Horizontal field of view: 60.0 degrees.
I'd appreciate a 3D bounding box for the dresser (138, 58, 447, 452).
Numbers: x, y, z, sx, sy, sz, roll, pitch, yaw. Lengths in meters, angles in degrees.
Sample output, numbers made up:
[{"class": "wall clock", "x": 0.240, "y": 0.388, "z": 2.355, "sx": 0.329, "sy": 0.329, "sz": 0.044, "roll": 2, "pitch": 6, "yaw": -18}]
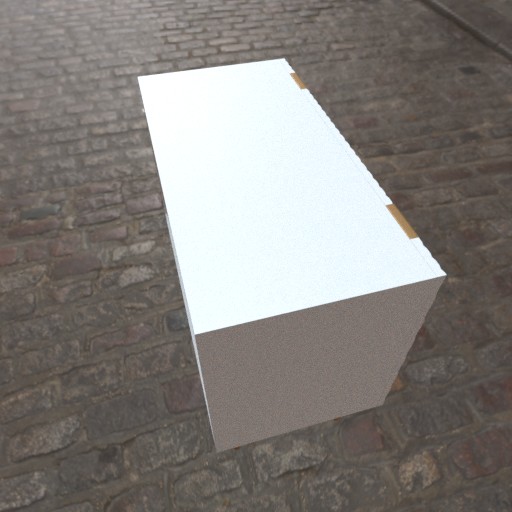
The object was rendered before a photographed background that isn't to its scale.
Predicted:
[{"class": "dresser", "x": 0.000, "y": 0.000, "z": 1.297, "sx": 0.457, "sy": 0.721, "sz": 0.905, "roll": -12, "pitch": 49, "yaw": -11}]
